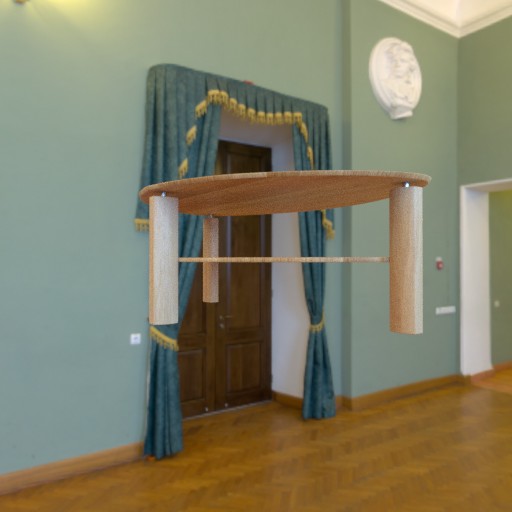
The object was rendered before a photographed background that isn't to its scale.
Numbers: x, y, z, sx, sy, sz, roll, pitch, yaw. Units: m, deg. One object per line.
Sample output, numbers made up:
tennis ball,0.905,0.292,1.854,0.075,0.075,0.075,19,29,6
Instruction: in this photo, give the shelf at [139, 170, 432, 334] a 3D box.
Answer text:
shelf,0.000,0.000,1.647,0.845,0.440,1.246,0,-1,-35
